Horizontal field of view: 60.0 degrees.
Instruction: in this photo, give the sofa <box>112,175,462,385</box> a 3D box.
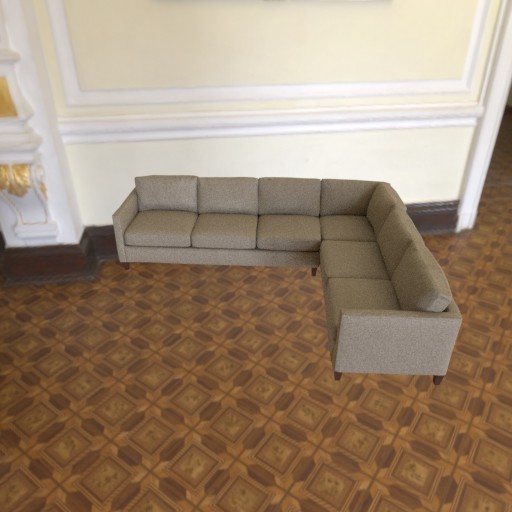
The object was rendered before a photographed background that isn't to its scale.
[{"bbox_3d":[0.000,0.000,4.616,3.302,0.947,2.593,2,30,3],"label":"sofa"}]
